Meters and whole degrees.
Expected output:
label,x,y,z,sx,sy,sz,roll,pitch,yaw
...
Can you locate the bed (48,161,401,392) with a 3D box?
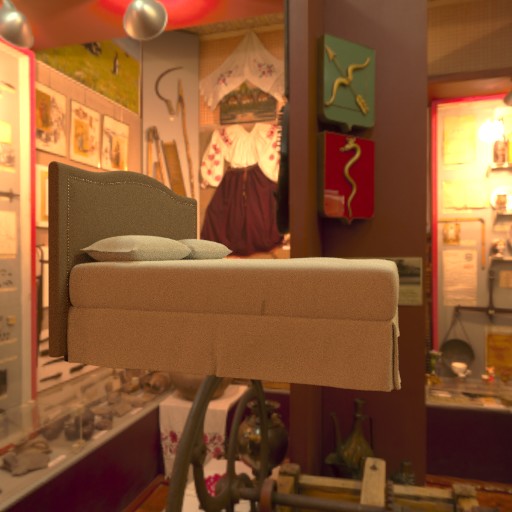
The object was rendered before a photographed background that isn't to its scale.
label,x,y,z,sx,sy,sz,roll,pitch,yaw
bed,0.000,0.000,3.526,2.182,1.421,2.083,0,0,18
